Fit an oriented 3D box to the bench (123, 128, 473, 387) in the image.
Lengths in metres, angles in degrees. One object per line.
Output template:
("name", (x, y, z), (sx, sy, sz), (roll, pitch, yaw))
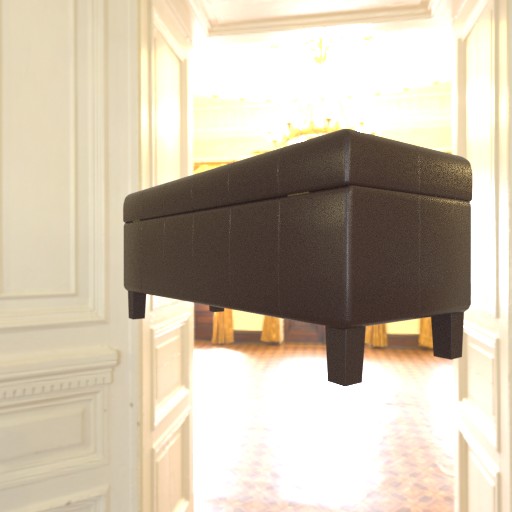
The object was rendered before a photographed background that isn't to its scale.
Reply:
("bench", (0.000, 0.000, 1.314), (0.429, 0.457, 1.092), (0, 0, -36))
